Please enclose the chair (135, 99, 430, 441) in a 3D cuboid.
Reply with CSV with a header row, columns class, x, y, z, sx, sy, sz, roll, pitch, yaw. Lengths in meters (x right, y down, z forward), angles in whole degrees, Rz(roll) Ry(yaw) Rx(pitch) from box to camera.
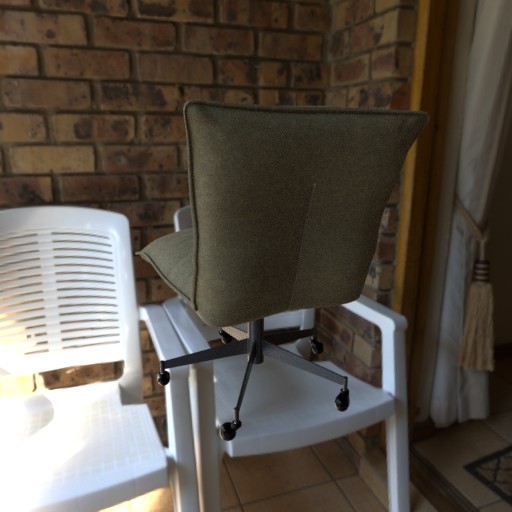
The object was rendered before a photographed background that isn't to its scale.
class,x,y,z,sx,sy,sz,roll,pitch,yaw
chair,0.000,0.000,1.309,0.597,0.811,0.696,-7,17,-24
